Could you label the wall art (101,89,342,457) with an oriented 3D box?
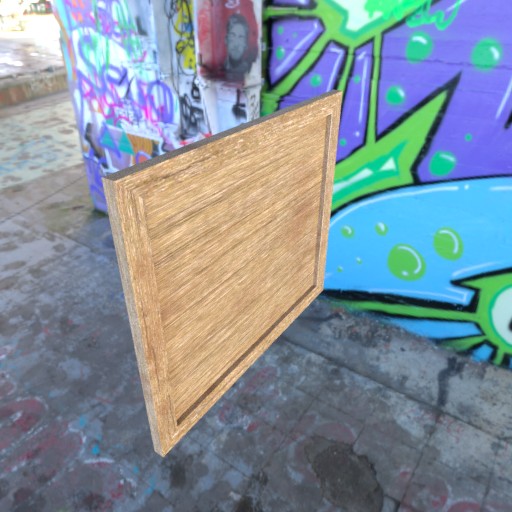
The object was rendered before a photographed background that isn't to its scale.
[{"bbox_3d":[0.000,0.000,0.980,0.026,0.588,0.690,20,37,29],"label":"wall art"}]
